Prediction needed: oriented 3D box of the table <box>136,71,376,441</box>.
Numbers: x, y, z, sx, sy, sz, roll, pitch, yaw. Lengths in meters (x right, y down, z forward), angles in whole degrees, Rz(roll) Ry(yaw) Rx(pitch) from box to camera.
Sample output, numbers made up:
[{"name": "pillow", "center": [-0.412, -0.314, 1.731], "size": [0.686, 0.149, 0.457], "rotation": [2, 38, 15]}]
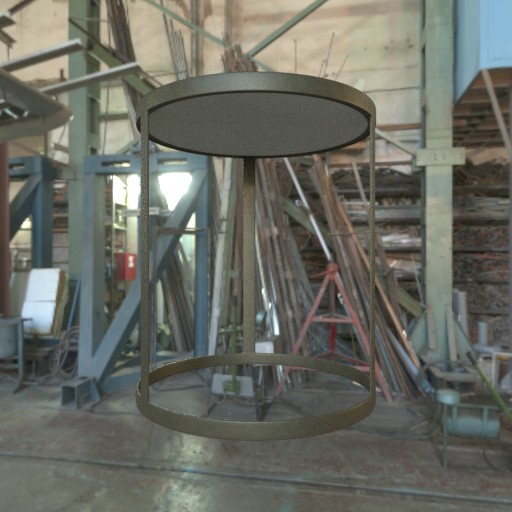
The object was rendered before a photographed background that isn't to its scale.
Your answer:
[{"name": "table", "center": [0.000, 0.000, 0.917], "size": [0.480, 0.565, 0.480], "rotation": [0, 0, 0]}]
